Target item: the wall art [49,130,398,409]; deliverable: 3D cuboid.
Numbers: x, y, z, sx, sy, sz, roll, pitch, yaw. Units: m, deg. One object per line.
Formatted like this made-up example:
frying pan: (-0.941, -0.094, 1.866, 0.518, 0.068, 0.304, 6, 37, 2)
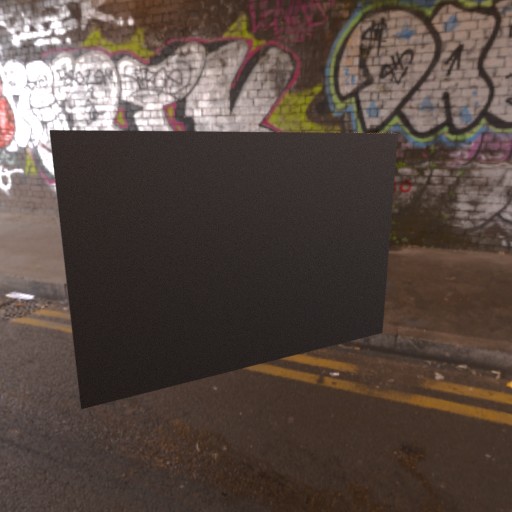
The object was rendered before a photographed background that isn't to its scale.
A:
wall art: (0.000, 0.000, 1.503, 1.192, 0.811, 0.013, -7, 16, -26)
